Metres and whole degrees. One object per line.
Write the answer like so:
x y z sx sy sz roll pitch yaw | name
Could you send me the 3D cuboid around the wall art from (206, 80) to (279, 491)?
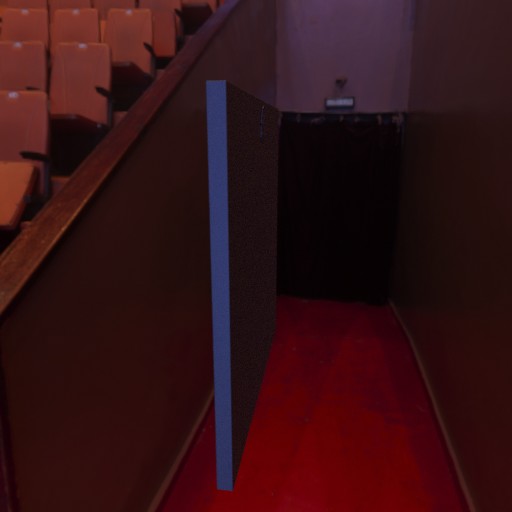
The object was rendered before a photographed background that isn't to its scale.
0.000 0.000 1.210 0.043 0.807 0.805 2 15 9 | wall art
